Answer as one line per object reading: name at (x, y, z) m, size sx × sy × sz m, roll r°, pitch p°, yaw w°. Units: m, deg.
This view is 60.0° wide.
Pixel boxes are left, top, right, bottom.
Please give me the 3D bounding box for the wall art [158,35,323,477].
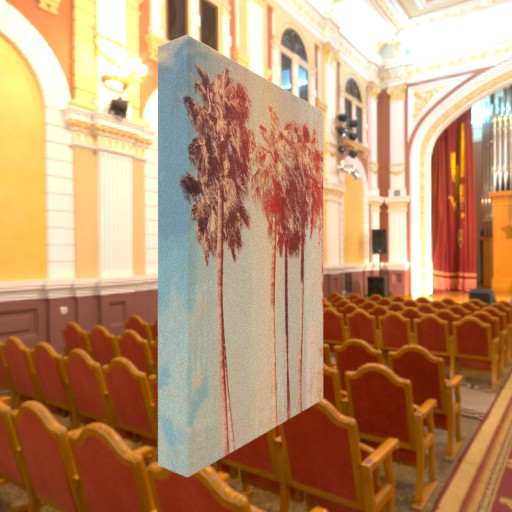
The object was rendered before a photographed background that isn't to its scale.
wall art at (0.000, 0.000, 0.491) m, size 0.039 × 0.380 × 0.251 m, roll 0°, pitch 0°, yaw 36°
